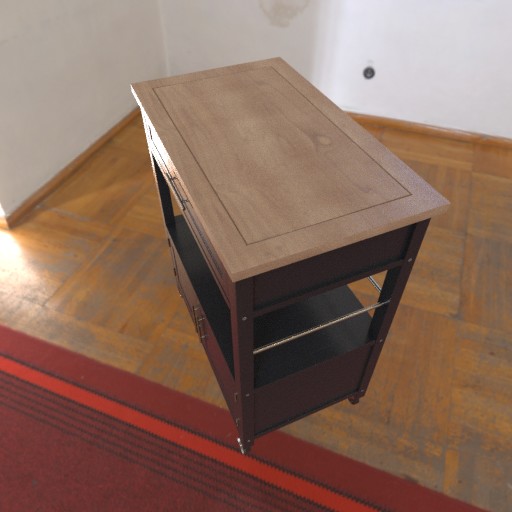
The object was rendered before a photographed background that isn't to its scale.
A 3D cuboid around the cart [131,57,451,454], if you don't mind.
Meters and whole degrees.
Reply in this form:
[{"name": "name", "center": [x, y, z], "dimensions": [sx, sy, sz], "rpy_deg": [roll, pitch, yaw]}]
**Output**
[{"name": "cart", "center": [0.000, 0.000, 1.386], "dimensions": [0.459, 0.901, 0.840], "rpy_deg": [-17, 48, -16]}]
